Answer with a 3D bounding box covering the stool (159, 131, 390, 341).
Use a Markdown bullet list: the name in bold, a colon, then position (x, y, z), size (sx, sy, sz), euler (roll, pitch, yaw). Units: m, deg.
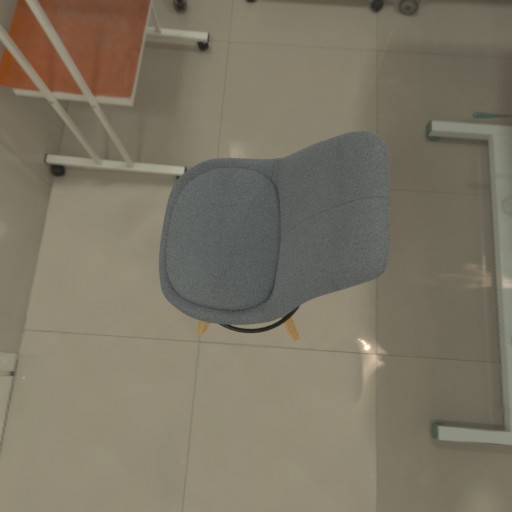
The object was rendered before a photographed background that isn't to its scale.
- **stool**: position (0.000, 0.000, 1.426), size (0.550, 1.115, 0.485), euler (4, 76, 1)
